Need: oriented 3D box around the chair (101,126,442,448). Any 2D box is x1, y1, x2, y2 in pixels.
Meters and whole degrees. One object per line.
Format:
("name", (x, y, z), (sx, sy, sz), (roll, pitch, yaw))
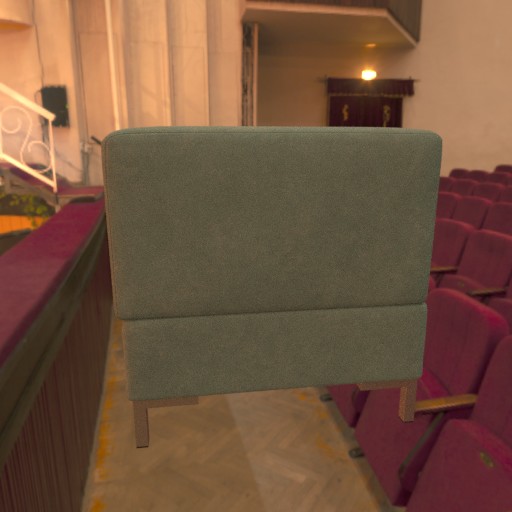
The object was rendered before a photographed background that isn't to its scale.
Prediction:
("chair", (0.000, 0.000, 1.208), (0.680, 0.660, 0.680), (-2, 14, -8))
